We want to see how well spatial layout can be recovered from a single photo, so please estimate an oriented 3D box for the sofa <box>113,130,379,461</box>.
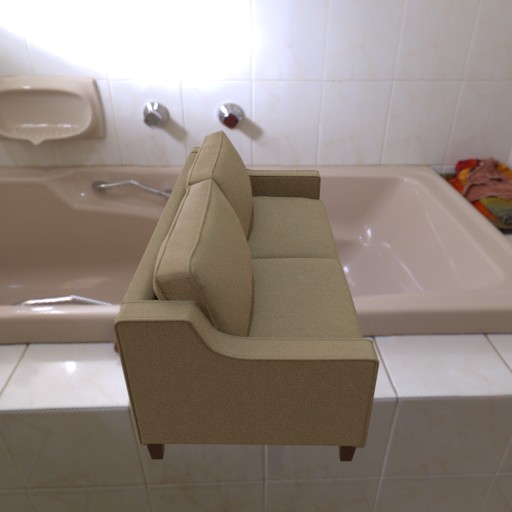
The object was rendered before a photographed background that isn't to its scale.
[{"bbox_3d":[0.000,0.000,2.778,1.066,1.071,2.178,0,31,1],"label":"sofa"}]
